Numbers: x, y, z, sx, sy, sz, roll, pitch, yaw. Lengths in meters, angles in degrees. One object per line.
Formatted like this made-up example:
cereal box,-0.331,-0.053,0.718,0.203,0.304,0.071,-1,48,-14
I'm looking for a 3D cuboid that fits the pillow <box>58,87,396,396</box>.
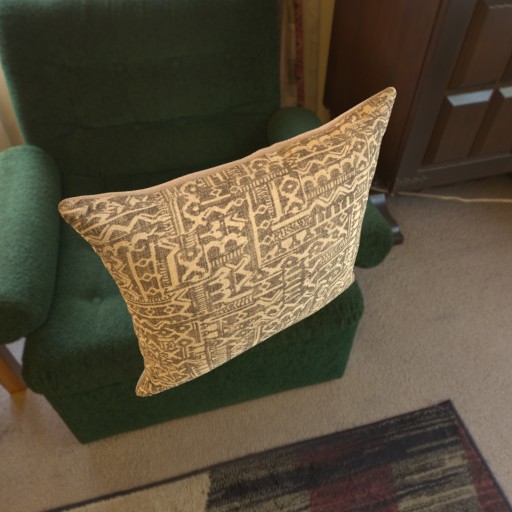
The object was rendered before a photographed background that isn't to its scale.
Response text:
pillow,0.000,0.000,0.784,0.546,0.487,0.180,-25,52,-22
